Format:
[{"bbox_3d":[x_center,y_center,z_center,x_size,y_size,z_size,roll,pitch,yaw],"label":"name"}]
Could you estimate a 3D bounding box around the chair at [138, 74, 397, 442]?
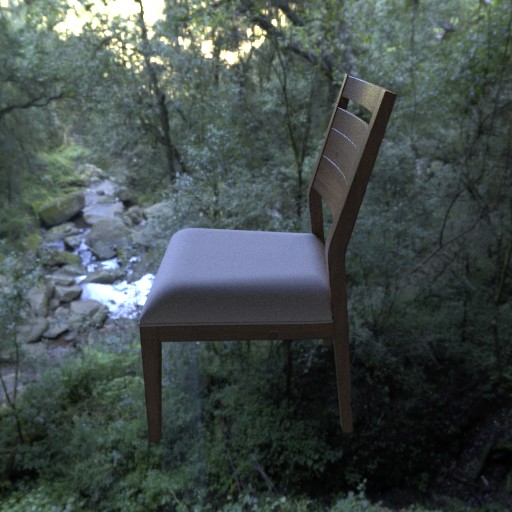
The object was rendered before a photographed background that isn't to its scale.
[{"bbox_3d":[0.000,0.000,1.271,0.610,0.939,0.497,0,27,0],"label":"chair"}]
